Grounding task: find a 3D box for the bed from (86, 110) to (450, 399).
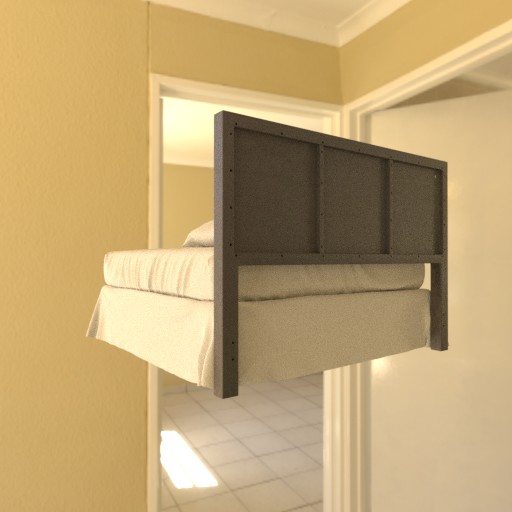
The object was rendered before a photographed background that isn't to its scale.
[{"bbox_3d":[0.000,0.000,2.945,1.772,1.142,1.785,0,0,-36],"label":"bed"}]
